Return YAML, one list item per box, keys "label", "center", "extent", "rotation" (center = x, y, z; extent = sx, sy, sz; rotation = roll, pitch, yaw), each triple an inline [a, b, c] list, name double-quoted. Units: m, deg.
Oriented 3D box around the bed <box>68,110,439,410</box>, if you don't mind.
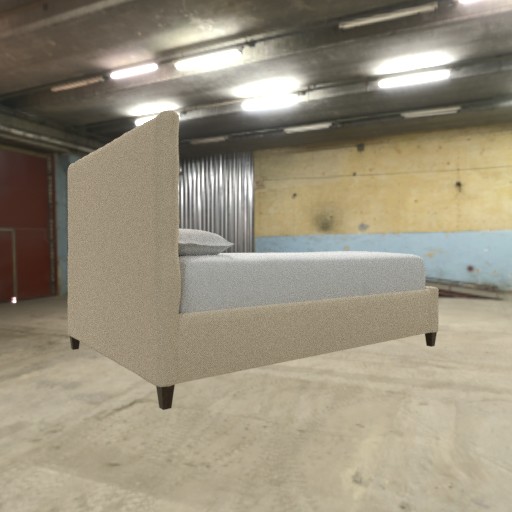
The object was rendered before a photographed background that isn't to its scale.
- label: "bed"
  center: [0.000, 0.000, 3.451]
  extent: [2.387, 1.427, 1.698]
  rotation: [-1, 1, -37]
